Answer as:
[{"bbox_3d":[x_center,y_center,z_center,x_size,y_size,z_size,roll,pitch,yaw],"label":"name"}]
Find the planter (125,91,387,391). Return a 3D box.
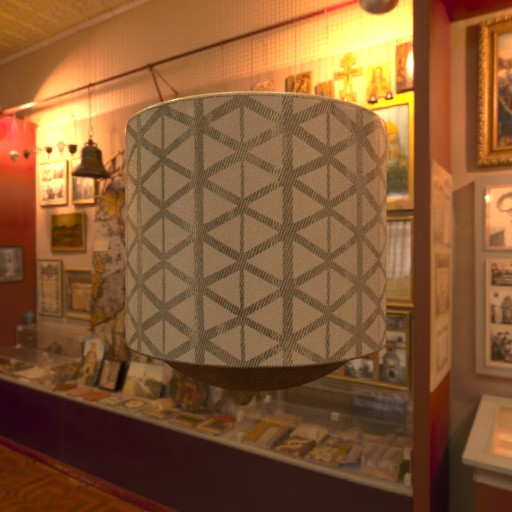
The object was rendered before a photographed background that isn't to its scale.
[{"bbox_3d":[0.000,0.000,0.336,0.190,0.181,0.190,0,0,0],"label":"planter"}]
